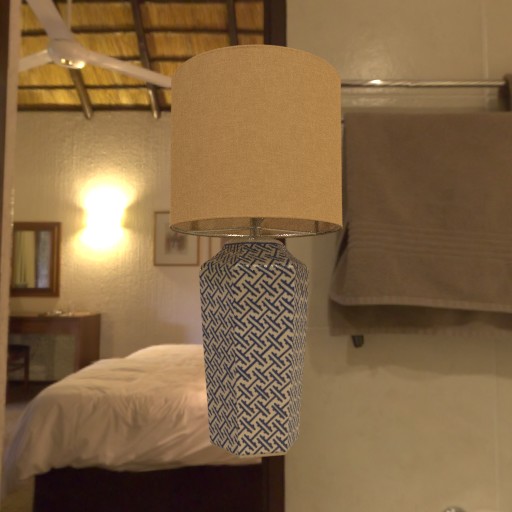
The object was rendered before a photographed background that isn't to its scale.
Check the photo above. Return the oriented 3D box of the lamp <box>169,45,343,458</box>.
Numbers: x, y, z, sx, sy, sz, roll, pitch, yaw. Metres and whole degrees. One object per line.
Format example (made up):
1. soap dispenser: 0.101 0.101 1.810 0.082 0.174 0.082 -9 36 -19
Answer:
1. lamp: 0.000 0.000 0.831 0.320 0.682 0.320 3 -4 -36
